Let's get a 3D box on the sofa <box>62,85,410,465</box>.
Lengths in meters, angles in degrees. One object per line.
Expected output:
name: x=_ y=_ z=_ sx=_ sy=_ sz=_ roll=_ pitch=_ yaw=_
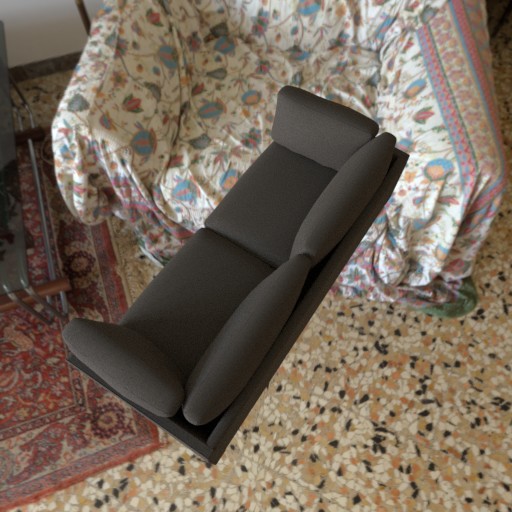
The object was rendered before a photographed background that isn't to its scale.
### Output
sofa: x=0.000 y=0.000 z=2.827 sx=0.969 sy=0.792 sz=2.312 roll=31 pitch=67 yaw=15
